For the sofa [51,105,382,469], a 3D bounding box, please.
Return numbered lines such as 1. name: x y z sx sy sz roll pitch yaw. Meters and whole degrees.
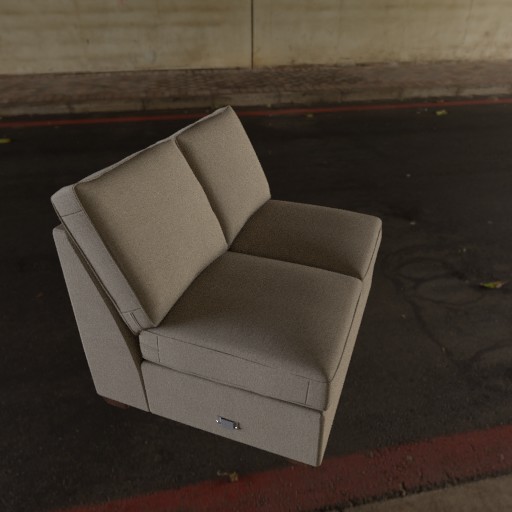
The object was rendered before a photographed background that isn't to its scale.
1. sofa: 0.000 0.000 1.961 0.978 1.006 1.232 11 33 18
